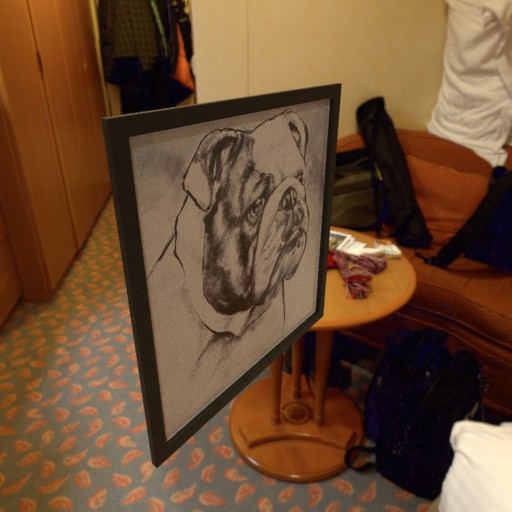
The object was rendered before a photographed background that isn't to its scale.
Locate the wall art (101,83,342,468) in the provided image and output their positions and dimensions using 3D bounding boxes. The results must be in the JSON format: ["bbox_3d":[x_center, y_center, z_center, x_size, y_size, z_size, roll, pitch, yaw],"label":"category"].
[{"bbox_3d":[0.000,0.000,0.961,0.016,0.659,0.663,18,31,33],"label":"wall art"}]
